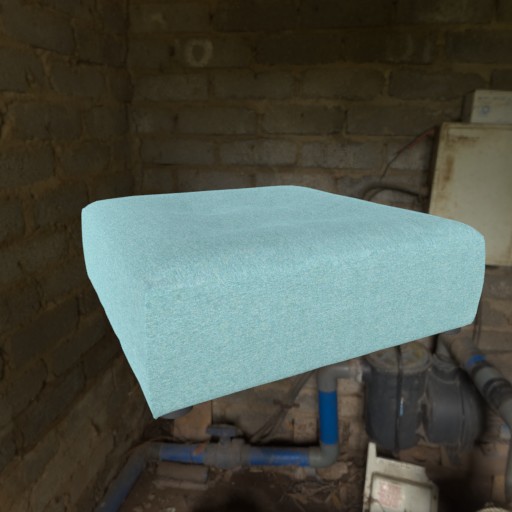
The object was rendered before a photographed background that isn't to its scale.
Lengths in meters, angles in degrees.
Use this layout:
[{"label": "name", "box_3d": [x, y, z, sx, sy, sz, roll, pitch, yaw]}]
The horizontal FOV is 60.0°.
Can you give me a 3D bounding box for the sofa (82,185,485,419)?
[{"label": "sofa", "box_3d": [0.000, 0.000, 1.407, 0.930, 0.330, 0.930, -8, 19, -26]}]
